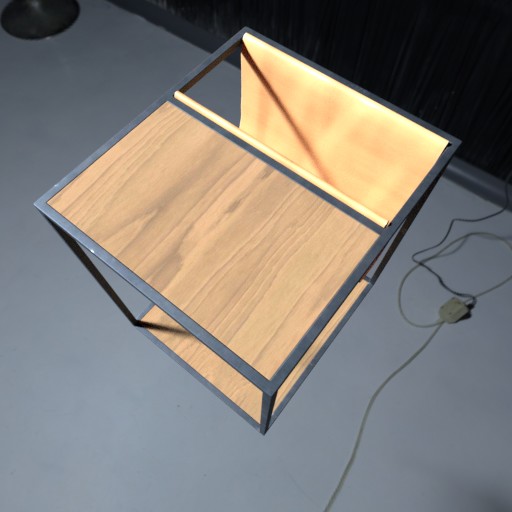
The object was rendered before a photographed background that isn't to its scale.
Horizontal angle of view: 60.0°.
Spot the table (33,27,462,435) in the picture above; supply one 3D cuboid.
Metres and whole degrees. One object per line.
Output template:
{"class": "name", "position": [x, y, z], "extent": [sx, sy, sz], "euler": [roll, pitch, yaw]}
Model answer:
{"class": "table", "position": [0.000, 0.000, 0.847], "extent": [0.399, 0.536, 0.450], "euler": [35, 69, 16]}
